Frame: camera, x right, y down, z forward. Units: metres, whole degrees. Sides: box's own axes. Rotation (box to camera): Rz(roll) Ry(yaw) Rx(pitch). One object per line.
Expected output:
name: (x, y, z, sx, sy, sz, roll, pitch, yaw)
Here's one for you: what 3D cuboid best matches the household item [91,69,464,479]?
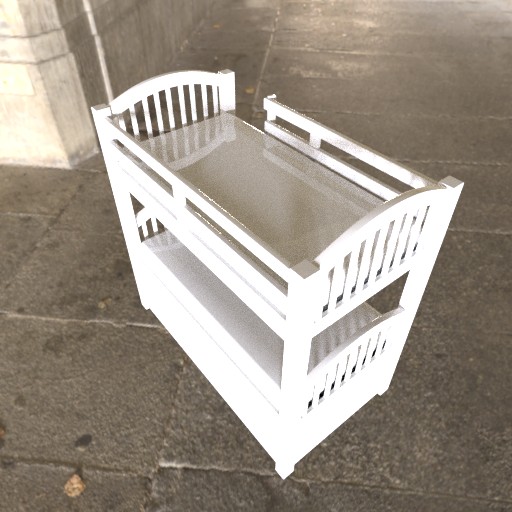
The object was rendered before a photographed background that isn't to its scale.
household item: (0.000, 0.000, 3.192, 1.143, 2.032, 2.032, -28, 49, -27)
